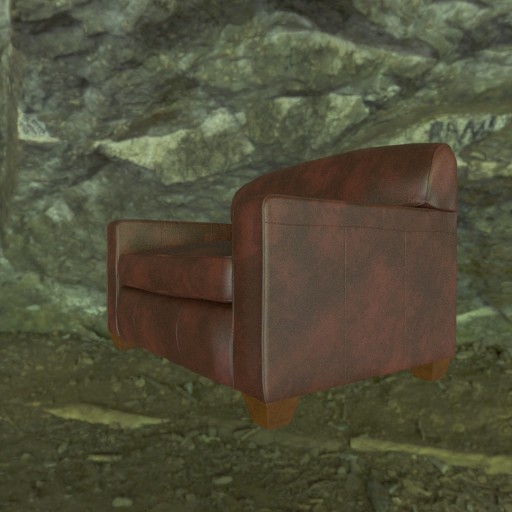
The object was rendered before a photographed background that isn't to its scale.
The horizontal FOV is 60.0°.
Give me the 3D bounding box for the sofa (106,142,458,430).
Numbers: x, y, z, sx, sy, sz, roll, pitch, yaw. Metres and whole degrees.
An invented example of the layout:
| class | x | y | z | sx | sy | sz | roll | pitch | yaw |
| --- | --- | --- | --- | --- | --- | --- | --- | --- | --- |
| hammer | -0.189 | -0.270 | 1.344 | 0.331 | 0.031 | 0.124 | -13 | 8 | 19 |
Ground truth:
| class | x | y | z | sx | sy | sz | roll | pitch | yaw |
| --- | --- | --- | --- | --- | --- | --- | --- | --- | --- |
| sofa | 0.000 | 0.000 | 2.005 | 1.000 | 0.956 | 1.413 | 0 | 1 | -36 |
